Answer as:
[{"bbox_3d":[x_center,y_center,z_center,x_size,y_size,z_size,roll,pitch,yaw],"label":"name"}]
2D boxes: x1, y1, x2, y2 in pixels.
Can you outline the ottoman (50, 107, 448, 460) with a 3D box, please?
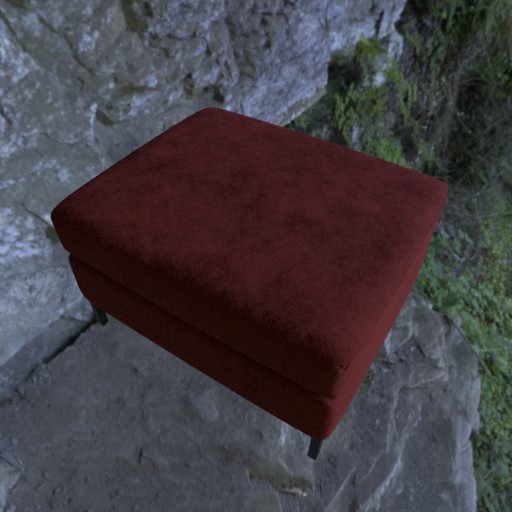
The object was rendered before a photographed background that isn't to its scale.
[{"bbox_3d":[0.000,0.000,1.208,0.782,0.462,0.650,25,50,22],"label":"ottoman"}]
